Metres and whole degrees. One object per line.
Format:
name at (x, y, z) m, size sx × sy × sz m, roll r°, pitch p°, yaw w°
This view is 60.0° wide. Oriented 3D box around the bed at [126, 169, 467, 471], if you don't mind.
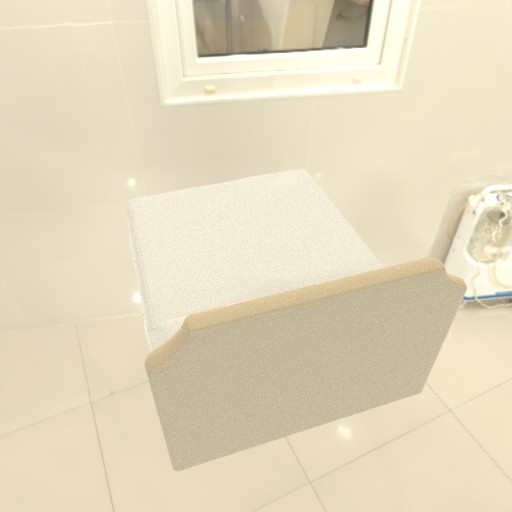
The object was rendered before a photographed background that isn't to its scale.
bed at (0.000, 0.000, 3.832) m, size 2.134 × 1.524 × 2.548 m, roll -12°, pitch 43°, yaw -13°
